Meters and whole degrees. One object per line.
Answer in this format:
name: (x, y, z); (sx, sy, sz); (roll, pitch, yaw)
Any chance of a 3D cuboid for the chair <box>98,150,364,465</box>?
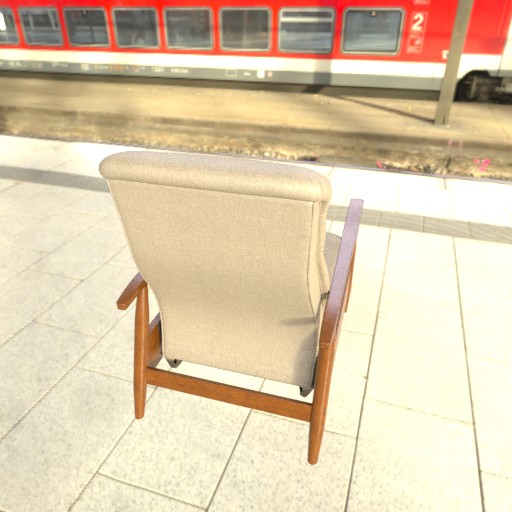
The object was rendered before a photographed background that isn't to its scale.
chair: (0.000, 0.000, 1.805); (0.762, 1.082, 1.032); (8, 31, 14)
